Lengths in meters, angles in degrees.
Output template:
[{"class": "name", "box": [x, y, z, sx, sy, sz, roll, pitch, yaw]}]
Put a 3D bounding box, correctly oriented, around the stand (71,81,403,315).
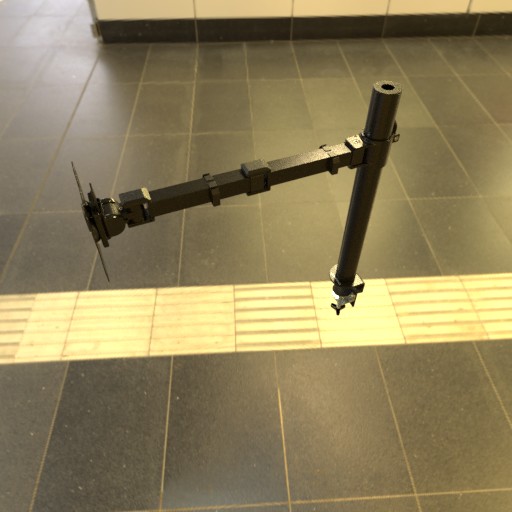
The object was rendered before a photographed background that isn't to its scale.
[{"class": "stand", "box": [0.000, 0.000, 0.736, 0.456, 0.510, 0.115, -17, 49, -15]}]
